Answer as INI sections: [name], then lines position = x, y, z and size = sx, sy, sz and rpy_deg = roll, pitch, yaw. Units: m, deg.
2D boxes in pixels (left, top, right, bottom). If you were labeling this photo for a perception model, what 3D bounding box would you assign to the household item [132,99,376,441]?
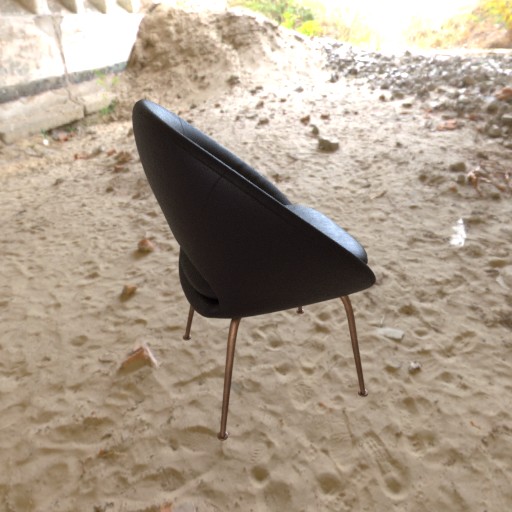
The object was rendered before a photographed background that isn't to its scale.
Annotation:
[household item]
position = 0.000, 0.000, 1.246
size = 0.573, 0.852, 0.623
rpy_deg = -10, 31, -18
